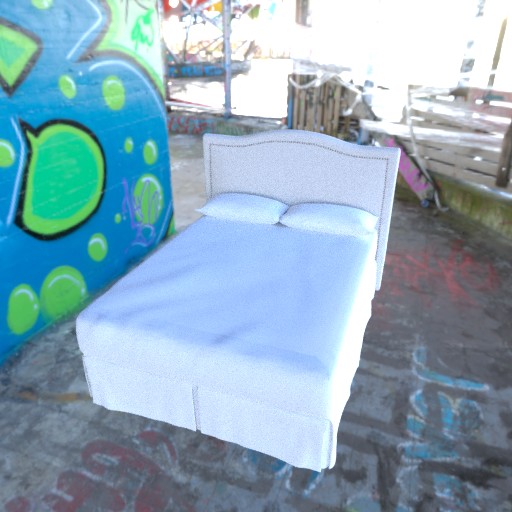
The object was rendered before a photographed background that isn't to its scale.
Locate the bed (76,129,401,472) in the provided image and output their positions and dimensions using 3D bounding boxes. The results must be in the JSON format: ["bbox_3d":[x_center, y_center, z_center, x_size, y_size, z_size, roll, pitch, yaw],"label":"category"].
[{"bbox_3d":[0.000,0.000,3.271,1.753,1.460,2.143,9,28,18],"label":"bed"}]
